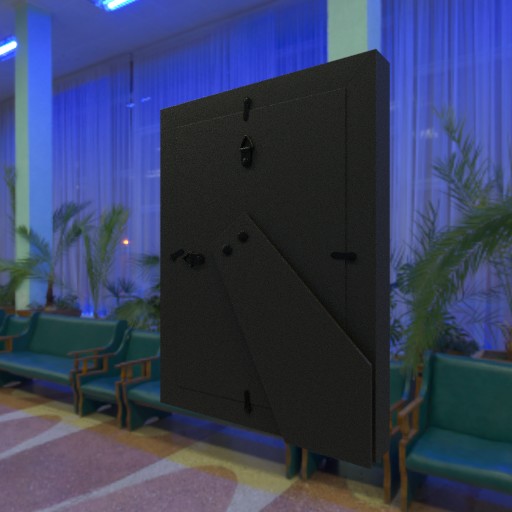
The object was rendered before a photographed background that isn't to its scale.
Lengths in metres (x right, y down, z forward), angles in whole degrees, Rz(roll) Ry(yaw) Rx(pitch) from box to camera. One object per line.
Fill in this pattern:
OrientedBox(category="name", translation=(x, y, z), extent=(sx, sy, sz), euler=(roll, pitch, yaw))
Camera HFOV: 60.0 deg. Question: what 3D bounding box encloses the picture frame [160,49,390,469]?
OrientedBox(category="picture frame", translation=(0.000, 0.000, 0.273), extent=(0.157, 0.208, 0.028), euler=(0, 0, 36))
